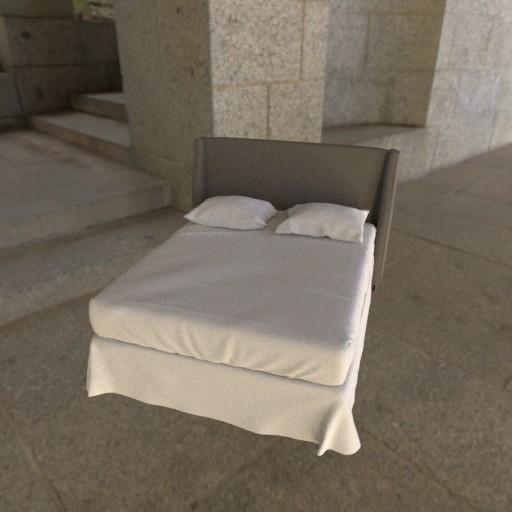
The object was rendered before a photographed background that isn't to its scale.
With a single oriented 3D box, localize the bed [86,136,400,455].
[{"bbox_3d":[0.000,0.000,3.426,1.925,1.332,2.276,8,27,16],"label":"bed"}]
